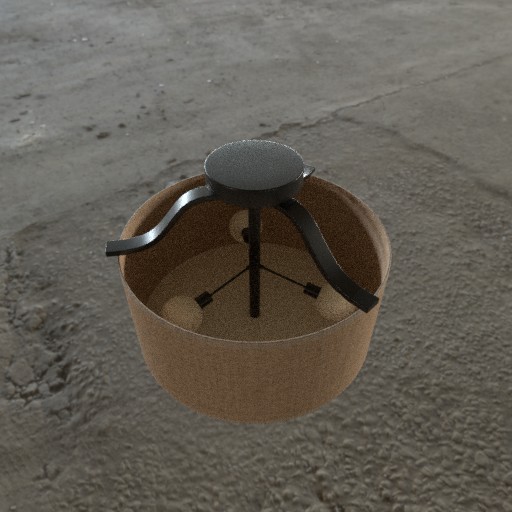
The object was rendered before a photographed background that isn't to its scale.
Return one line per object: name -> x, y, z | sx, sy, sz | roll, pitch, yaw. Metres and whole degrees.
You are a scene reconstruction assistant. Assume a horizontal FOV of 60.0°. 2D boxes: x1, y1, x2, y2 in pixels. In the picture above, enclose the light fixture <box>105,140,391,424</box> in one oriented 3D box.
light fixture -> 0.000, 0.000, 0.655 | 0.390, 0.306, 0.390 | 0, 42, 0
